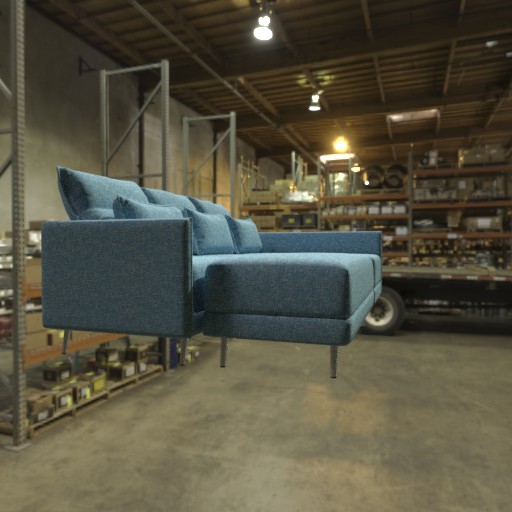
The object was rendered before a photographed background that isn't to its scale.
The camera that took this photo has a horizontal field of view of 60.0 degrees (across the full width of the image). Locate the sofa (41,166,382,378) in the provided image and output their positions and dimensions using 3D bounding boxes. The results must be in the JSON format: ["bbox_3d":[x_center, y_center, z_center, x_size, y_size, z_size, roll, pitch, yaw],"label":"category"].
[{"bbox_3d":[0.000,0.000,2.780,1.420,0.899,2.034,0,1,19],"label":"sofa"}]
